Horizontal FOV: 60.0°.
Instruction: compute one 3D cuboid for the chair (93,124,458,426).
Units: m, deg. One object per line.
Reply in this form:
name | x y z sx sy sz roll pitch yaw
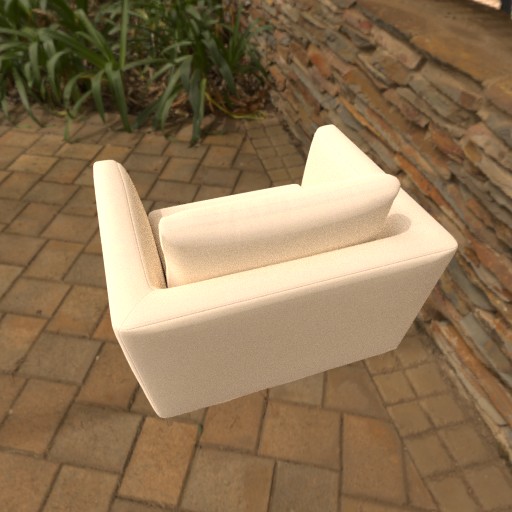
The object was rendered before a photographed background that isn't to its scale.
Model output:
chair | 0.000 0.000 1.681 1.041 0.865 0.889 -13 43 -14
